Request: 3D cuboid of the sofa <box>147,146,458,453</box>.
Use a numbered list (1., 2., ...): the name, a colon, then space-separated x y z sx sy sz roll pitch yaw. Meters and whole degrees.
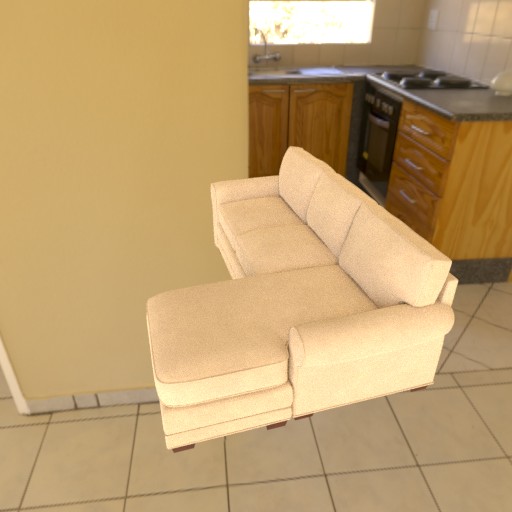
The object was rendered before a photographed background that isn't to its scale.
1. sofa: 0.000 0.000 2.409 1.226 0.734 1.770 -8 31 -14
